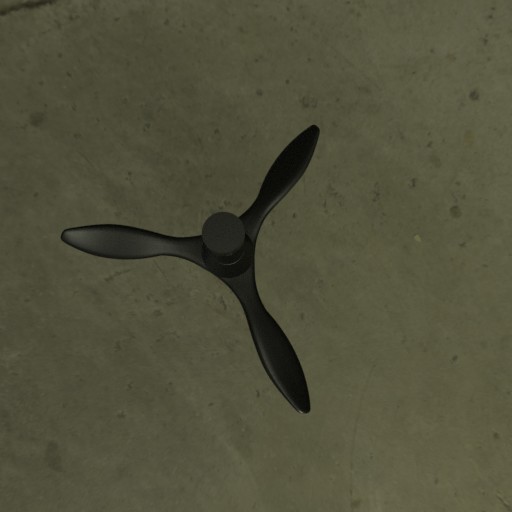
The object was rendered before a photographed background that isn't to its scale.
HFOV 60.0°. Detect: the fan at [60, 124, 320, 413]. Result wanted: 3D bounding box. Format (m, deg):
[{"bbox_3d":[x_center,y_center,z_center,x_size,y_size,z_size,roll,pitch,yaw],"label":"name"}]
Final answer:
[{"bbox_3d":[0.000,0.000,1.571,1.067,0.305,1.067,-36,79,-9],"label":"fan"}]
